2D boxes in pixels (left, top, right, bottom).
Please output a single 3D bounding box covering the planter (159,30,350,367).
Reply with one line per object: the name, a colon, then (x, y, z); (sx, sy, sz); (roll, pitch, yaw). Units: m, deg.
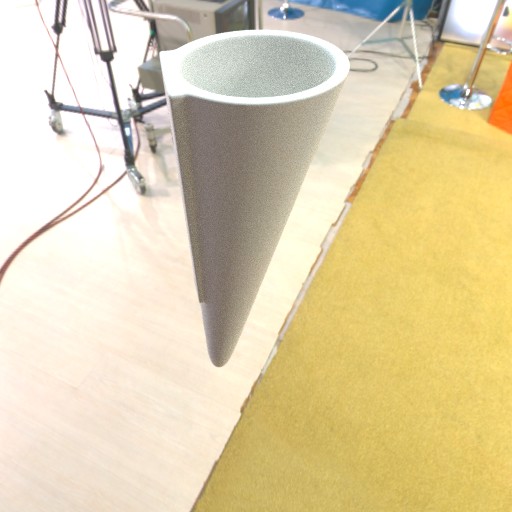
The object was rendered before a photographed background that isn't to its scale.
planter: (0.000, 0.000, 0.221); (0.064, 0.193, 0.057); (-10, 48, -9)
